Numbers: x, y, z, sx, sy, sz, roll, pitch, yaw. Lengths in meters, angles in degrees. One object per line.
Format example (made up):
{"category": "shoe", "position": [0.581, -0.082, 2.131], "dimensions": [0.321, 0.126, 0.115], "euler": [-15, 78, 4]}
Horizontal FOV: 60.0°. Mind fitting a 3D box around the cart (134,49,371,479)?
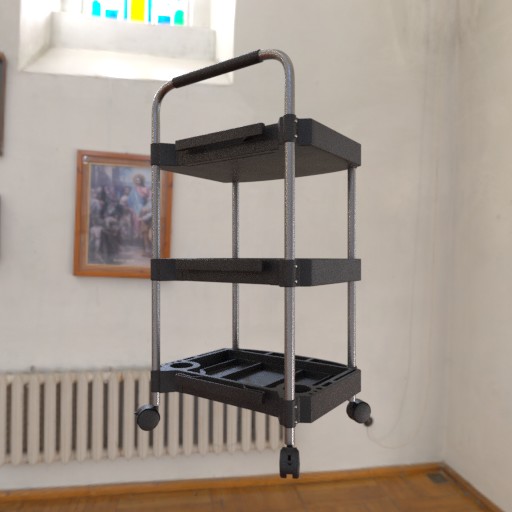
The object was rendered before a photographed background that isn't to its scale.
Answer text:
{"category": "cart", "position": [0.000, 0.000, 1.406], "dimensions": [0.584, 1.075, 0.518], "euler": [0, 0, 36]}
